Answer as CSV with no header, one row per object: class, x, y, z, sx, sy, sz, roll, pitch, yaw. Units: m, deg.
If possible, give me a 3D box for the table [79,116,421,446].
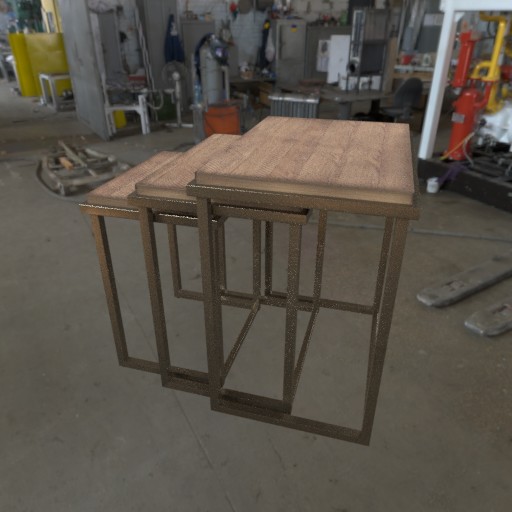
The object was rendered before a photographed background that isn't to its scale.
table,0.000,0.000,1.161,0.706,0.610,0.559,8,29,14
